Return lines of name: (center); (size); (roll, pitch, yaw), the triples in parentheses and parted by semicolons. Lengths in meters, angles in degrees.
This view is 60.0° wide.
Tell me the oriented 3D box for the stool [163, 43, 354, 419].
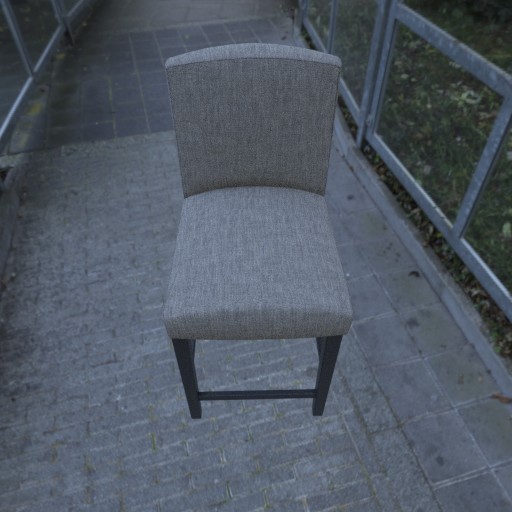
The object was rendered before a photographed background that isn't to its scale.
stool: (0.000, 0.000, 1.253); (0.451, 0.966, 0.552); (-1, 46, -1)
